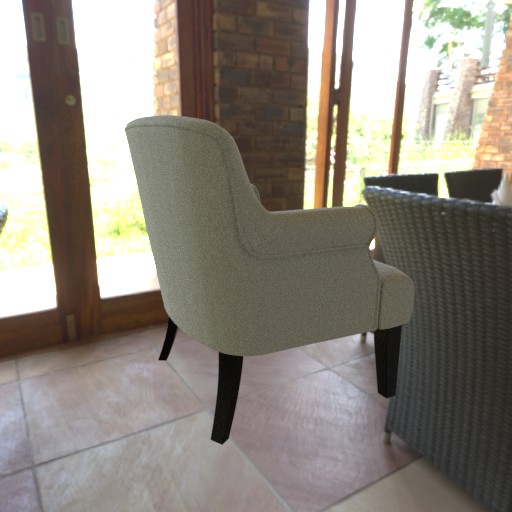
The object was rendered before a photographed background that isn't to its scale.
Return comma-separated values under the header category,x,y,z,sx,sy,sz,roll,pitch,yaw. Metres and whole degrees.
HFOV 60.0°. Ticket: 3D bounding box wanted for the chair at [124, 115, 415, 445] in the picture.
category,x,y,z,sx,sy,sz,roll,pitch,yaw
chair,0.000,0.000,1.484,0.750,0.875,0.781,-8,16,-27
